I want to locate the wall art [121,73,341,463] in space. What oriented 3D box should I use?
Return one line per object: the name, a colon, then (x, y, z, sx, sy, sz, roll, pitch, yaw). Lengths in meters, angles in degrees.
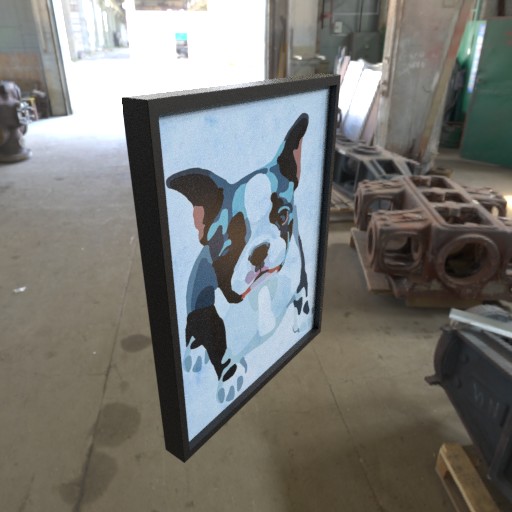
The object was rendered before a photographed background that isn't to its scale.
wall art: (0.000, 0.000, 0.506, 0.030, 0.369, 0.294, 18, 32, 33)
